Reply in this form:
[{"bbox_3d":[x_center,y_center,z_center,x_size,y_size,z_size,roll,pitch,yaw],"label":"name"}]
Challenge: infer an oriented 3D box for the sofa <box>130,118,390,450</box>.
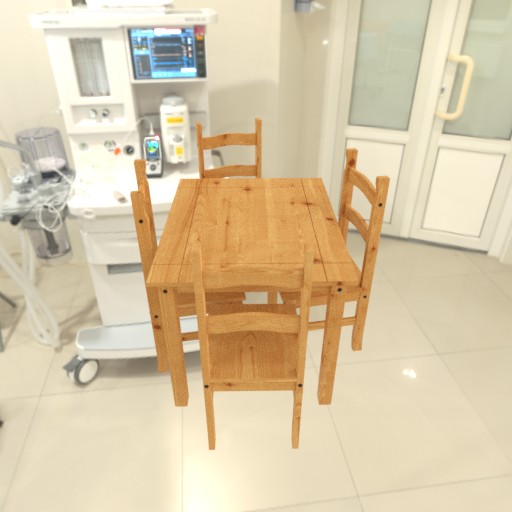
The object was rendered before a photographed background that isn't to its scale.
[{"bbox_3d":[0.000,0.000,2.283,1.144,1.000,1.529,0,33,-1],"label":"sofa"}]
